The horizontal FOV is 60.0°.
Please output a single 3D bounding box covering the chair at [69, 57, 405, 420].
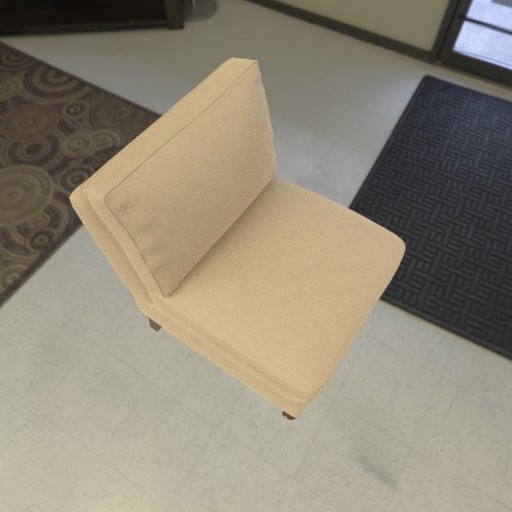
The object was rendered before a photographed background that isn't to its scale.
[{"bbox_3d":[0.000,0.000,1.647,0.912,1.052,0.724,31,63,18],"label":"chair"}]
